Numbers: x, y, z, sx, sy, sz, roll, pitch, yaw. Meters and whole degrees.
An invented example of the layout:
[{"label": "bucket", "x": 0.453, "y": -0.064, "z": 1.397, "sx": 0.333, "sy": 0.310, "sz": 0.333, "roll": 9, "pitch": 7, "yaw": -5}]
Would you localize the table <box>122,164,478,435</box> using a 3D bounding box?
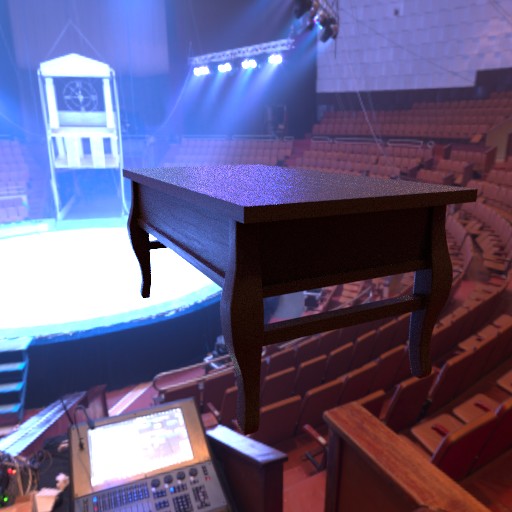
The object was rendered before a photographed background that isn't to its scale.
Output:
[{"label": "table", "x": 0.000, "y": 0.000, "z": 1.391, "sx": 0.600, "sy": 0.494, "sz": 1.062, "roll": -7, "pitch": 17, "yaw": -26}]
